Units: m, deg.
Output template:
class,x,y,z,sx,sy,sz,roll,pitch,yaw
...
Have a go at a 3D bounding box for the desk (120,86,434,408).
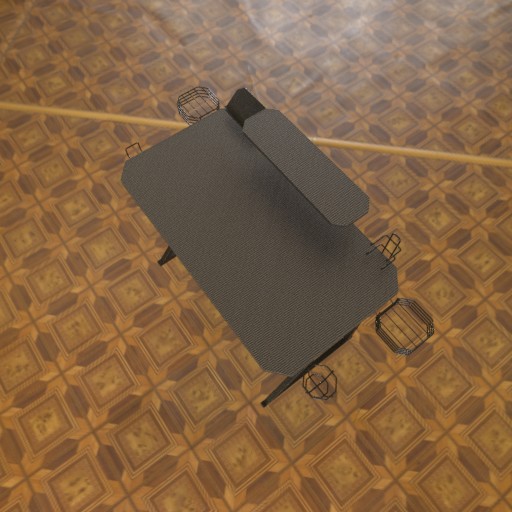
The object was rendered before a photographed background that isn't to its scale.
class,x,y,z,sx,sy,sz,roll,pitch,yaw
desk,0.000,0.000,1.770,0.580,0.880,1.290,-34,69,-15
